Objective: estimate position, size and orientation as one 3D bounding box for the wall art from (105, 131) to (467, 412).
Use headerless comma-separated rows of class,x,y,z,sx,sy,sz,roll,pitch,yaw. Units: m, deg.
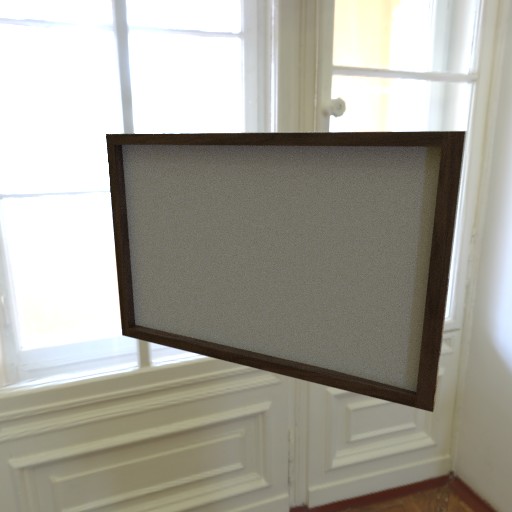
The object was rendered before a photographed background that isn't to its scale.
wall art,0.000,0.000,1.136,0.914,0.610,0.050,7,16,25
